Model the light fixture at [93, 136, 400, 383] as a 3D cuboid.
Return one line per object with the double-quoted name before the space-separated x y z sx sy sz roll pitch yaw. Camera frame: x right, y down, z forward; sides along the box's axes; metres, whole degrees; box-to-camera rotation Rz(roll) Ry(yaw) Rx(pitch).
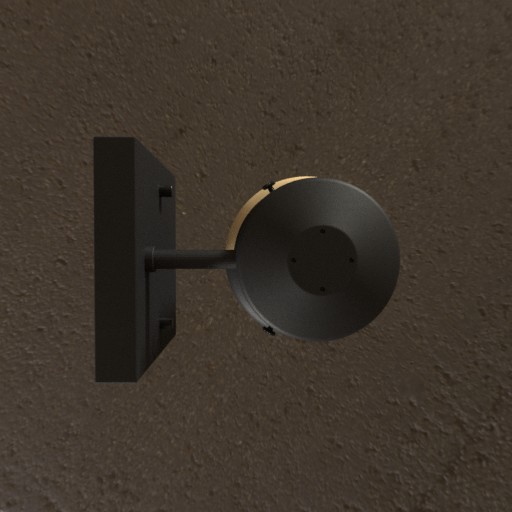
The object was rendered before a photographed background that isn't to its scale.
"light fixture" 0.000 0.000 0.362 0.176 0.257 0.130 0 91 -1
